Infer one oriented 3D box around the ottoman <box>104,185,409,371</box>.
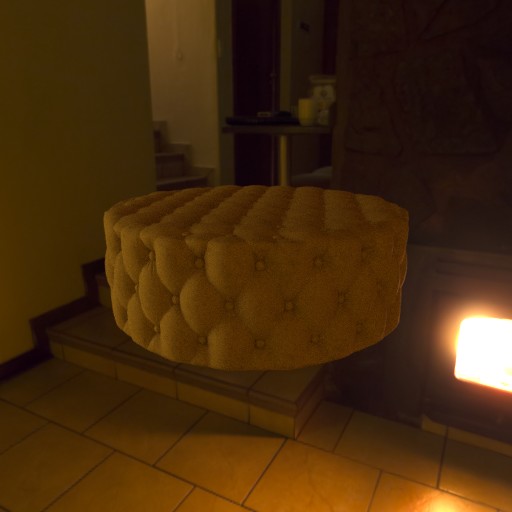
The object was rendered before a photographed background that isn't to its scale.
[{"bbox_3d":[0.000,0.000,1.544,0.998,0.399,0.998,0,16,0],"label":"ottoman"}]
